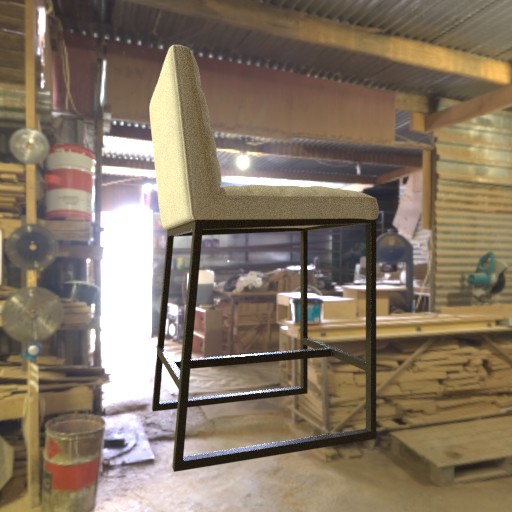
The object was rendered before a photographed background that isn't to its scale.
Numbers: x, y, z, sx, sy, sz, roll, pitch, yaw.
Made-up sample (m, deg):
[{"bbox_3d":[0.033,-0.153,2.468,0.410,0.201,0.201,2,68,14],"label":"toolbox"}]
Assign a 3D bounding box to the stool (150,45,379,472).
[{"bbox_3d":[0.000,0.000,1.292,0.567,0.971,0.459,0,0,-20],"label":"stool"}]
